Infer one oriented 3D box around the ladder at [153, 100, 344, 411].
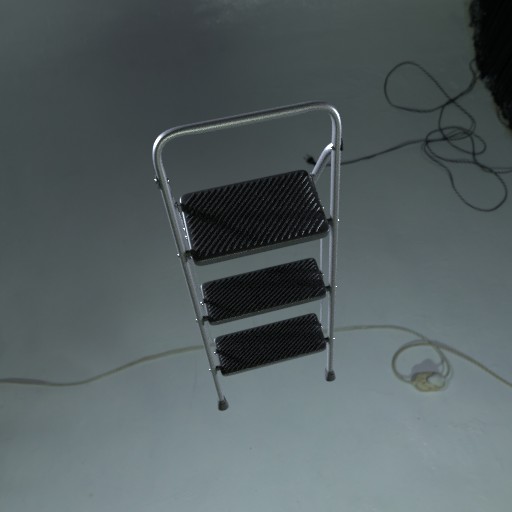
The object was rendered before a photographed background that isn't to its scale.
[{"bbox_3d":[0.000,0.000,1.278,0.430,0.945,0.629,-13,63,-7],"label":"ladder"}]
